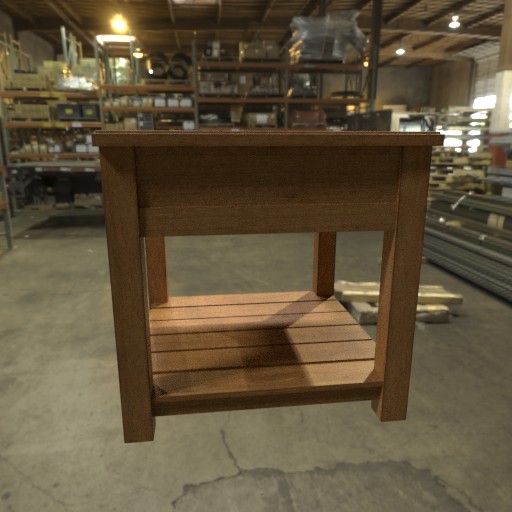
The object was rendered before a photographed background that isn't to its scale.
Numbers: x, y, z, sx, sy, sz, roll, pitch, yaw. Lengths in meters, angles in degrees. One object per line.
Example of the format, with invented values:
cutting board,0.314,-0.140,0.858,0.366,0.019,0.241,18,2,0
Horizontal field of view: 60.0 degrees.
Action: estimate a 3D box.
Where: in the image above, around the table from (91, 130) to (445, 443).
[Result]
table,0.000,0.000,1.116,0.612,0.593,0.616,-2,15,-7
